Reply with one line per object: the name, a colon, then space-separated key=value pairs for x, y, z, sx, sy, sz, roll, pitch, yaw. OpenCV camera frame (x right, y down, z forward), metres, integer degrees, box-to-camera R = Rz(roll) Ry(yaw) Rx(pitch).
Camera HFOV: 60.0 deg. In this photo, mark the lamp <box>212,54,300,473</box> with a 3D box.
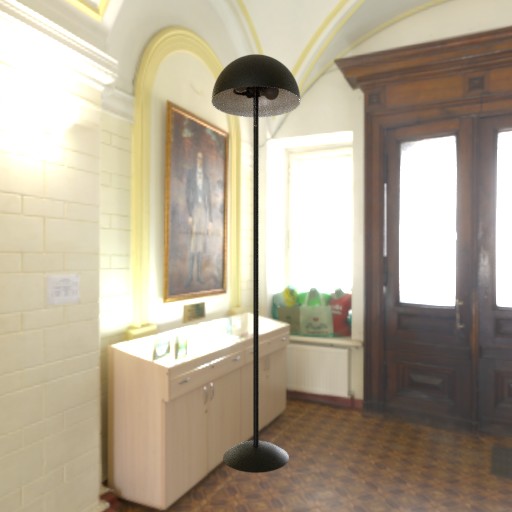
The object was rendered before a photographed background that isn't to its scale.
lamp: x=0.000 y=0.000 z=1.637 sx=0.328 sy=1.480 sz=0.328 roll=0 pitch=0 yaw=-19
